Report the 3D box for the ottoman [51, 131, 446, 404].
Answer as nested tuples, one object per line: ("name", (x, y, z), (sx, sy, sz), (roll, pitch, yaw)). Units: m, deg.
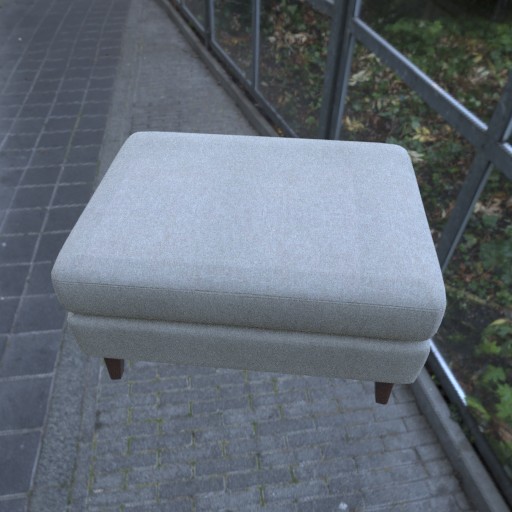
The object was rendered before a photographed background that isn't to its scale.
("ottoman", (0.000, 0.000, 1.219), (0.823, 0.478, 0.610), (4, 45, 4))
